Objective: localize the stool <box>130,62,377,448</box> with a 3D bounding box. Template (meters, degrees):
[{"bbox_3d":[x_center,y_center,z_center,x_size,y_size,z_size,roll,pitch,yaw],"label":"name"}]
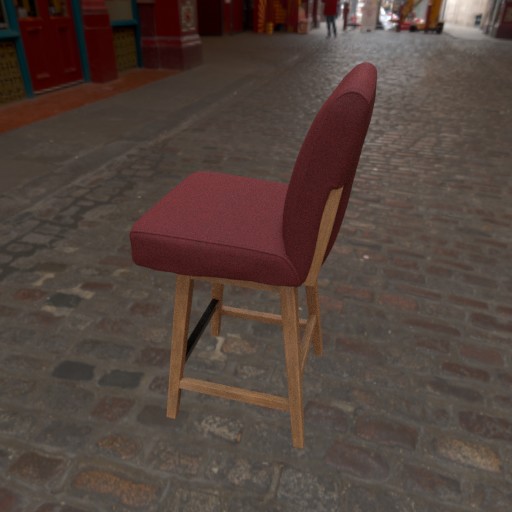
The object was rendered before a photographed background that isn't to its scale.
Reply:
[{"bbox_3d":[0.000,0.000,1.308,0.562,1.038,0.468,8,31,13],"label":"stool"}]
